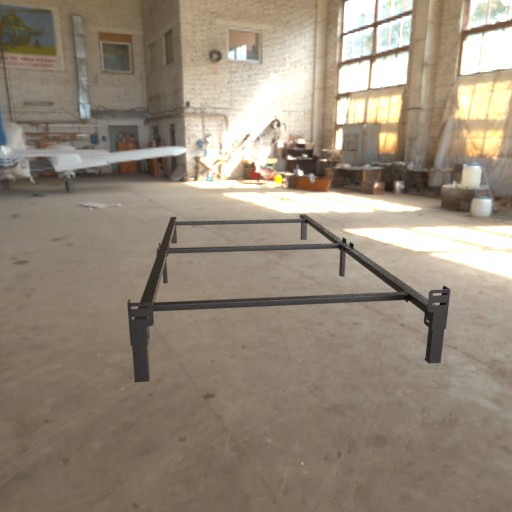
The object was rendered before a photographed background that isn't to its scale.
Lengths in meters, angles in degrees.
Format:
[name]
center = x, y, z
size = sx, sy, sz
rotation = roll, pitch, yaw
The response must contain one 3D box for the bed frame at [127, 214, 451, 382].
[bed frame]
center = 0.000, 0.000, 2.236
size = 0.968, 0.248, 1.897
rotation = -2, 15, -7
